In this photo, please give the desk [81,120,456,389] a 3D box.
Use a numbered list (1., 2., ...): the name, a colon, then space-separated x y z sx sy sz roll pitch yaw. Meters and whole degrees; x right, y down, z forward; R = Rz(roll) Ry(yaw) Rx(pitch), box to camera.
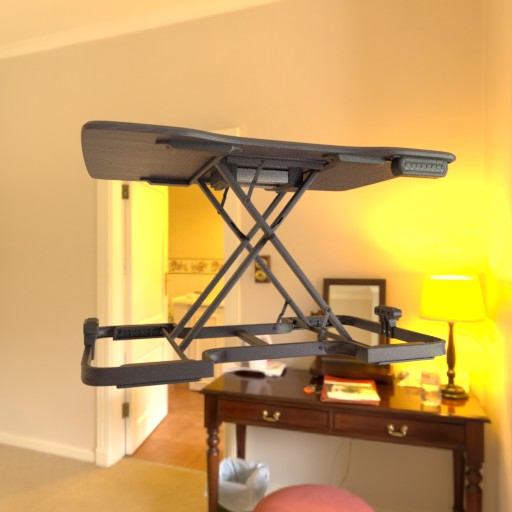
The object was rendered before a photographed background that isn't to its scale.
1. desk: 0.000 0.000 1.131 0.820 0.470 0.546 0 0 -19
